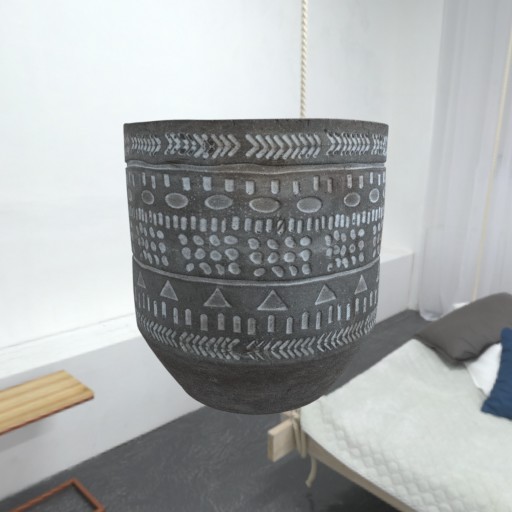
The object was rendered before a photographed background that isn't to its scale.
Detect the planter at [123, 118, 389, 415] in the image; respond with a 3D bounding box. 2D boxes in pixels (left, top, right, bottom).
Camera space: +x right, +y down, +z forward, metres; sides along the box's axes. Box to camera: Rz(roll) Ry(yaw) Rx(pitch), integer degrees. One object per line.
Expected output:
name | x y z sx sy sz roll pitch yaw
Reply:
planter | 0.000 0.000 0.262 0.142 0.149 0.142 0 14 0
